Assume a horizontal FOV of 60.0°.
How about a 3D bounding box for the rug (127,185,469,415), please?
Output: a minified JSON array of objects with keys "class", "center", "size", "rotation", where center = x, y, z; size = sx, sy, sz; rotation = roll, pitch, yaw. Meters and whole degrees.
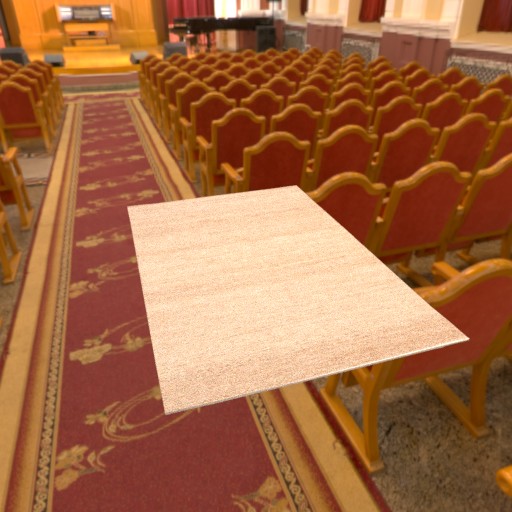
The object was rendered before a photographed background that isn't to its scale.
[{"class":"rug","center":[0.000,0.000,3.050],"size":[1.574,0.029,2.346],"rotation":[-9,31,-15]}]
